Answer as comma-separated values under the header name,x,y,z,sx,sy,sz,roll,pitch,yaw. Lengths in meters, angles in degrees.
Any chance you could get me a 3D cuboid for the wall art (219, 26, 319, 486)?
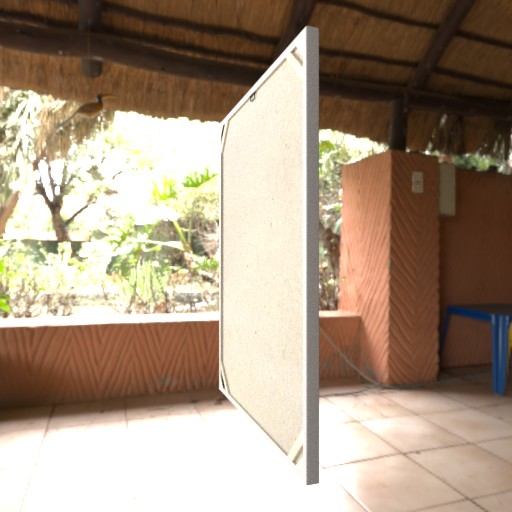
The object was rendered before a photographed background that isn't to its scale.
name,x,y,z,sx,sy,sz,roll,pitch,yaw
wall art,0.000,0.000,1.604,0.038,1.212,0.914,0,0,-19
